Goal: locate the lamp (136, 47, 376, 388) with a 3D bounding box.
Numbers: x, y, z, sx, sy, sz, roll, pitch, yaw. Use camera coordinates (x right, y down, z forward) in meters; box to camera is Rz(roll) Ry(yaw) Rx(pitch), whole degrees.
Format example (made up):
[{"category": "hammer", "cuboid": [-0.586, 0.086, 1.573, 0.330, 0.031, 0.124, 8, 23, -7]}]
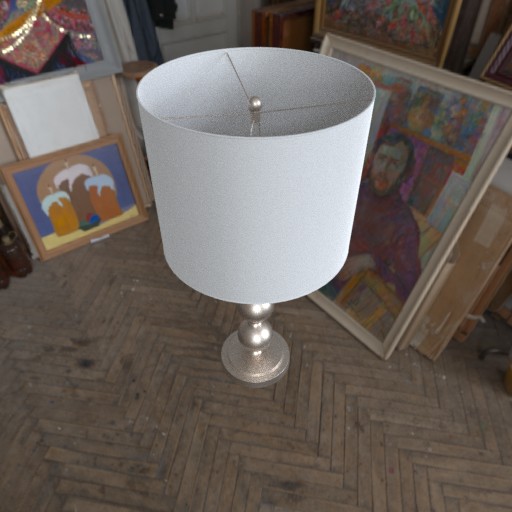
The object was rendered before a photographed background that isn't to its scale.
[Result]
[{"category": "lamp", "cuboid": [0.000, 0.000, 0.695, 0.277, 0.538, 0.277, 11, 43, 12]}]
